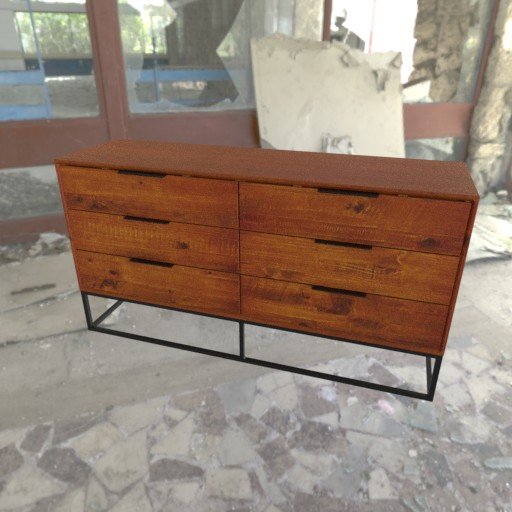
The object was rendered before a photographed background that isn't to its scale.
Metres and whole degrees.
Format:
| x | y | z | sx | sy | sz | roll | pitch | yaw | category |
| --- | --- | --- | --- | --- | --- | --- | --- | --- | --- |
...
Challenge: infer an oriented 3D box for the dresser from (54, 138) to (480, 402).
| x | y | z | sx | sy | sz | roll | pitch | yaw | category |
| --- | --- | --- | --- | --- | --- | --- | --- | --- | --- |
| 0.000 | 0.000 | 1.886 | 1.536 | 0.810 | 0.464 | 8 | 27 | 16 | dresser |
